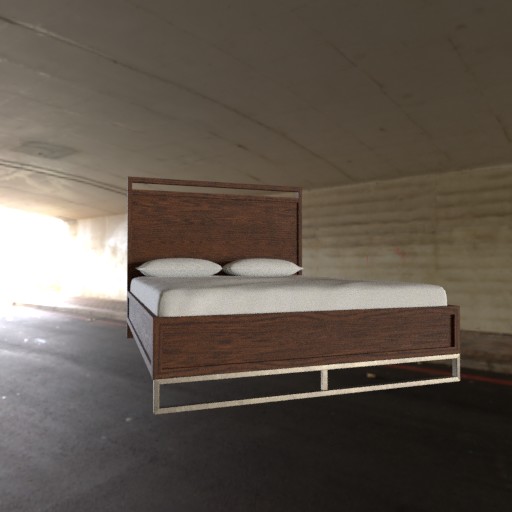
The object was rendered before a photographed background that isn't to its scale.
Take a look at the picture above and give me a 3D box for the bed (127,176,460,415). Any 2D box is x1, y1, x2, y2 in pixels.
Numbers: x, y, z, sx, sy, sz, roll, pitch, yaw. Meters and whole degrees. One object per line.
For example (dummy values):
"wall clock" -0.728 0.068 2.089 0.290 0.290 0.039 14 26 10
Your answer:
"bed" 0.000 0.000 3.357 1.765 1.487 2.218 0 -1 -19
